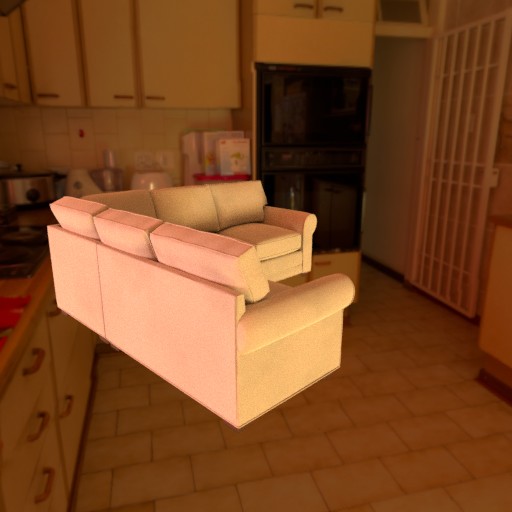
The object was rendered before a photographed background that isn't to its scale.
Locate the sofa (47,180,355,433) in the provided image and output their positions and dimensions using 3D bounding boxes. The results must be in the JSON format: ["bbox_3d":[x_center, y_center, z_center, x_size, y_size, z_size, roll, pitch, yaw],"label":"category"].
[{"bbox_3d":[0.000,0.000,3.866,2.562,1.053,2.487,-15,21,-43],"label":"sofa"}]
